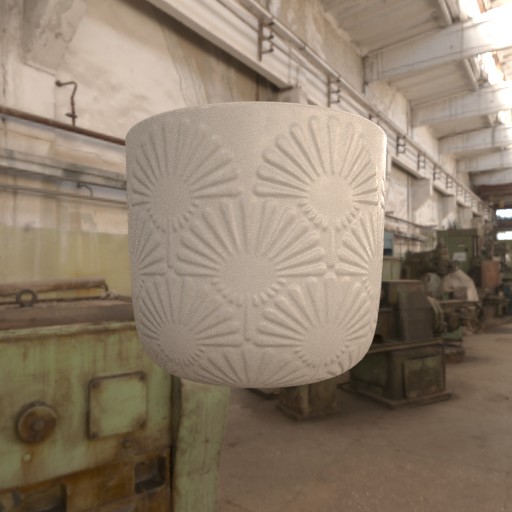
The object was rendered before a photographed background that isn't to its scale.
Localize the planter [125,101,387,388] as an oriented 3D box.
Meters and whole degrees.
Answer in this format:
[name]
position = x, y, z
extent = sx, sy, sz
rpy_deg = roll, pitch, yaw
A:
[planter]
position = 0.000, 0.000, 0.218
extent = 0.124, 0.109, 0.124
rpy_deg = 0, -1, 0
